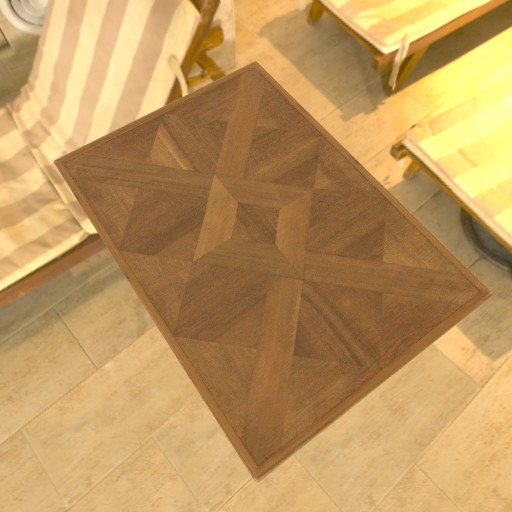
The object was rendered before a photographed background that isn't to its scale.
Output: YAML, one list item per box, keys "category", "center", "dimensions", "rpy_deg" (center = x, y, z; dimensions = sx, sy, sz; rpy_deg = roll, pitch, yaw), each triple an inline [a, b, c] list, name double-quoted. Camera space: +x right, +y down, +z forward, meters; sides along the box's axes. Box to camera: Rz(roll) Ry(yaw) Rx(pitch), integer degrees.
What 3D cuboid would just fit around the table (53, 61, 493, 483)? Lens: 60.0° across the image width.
- category: "table"
  center: [0.000, 0.000, 1.664]
  dimensions: [0.877, 0.492, 1.238]
  rpy_deg: [-32, 68, -15]
